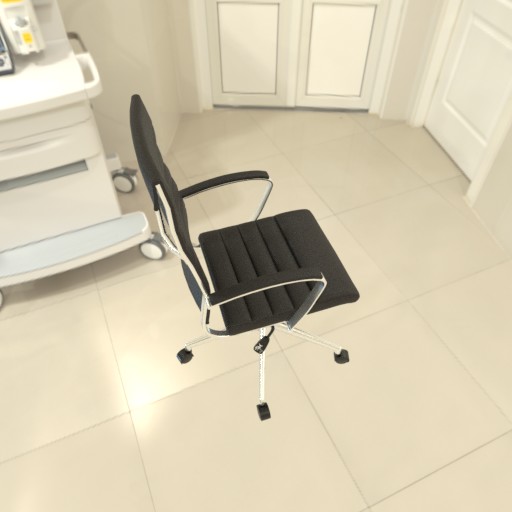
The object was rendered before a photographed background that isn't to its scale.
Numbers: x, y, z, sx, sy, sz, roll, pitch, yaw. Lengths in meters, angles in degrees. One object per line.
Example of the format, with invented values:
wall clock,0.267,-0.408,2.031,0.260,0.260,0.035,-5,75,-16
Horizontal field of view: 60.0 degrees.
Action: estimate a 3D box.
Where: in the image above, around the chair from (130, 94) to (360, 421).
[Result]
chair,0.000,0.000,1.646,0.739,1.149,0.766,-13,48,-12
